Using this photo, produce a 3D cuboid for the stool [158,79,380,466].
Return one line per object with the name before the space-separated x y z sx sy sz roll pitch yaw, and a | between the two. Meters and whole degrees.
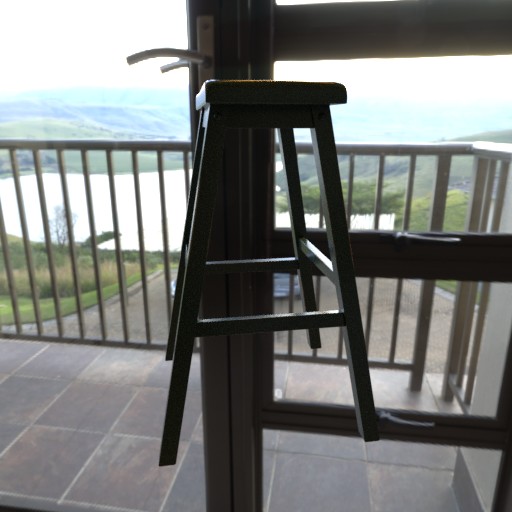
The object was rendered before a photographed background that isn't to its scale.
stool | 0.000 0.000 1.047 0.476 0.737 0.457 -3 17 -9
